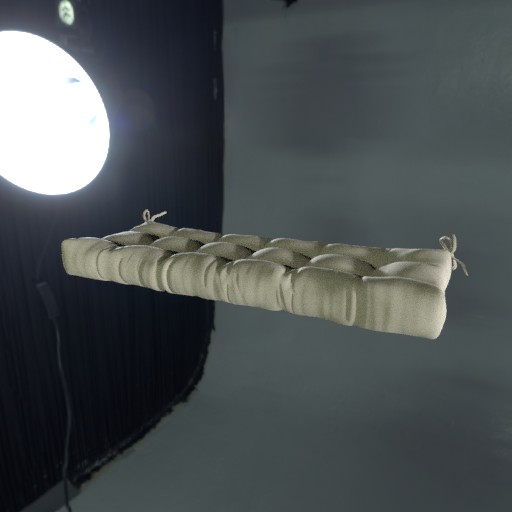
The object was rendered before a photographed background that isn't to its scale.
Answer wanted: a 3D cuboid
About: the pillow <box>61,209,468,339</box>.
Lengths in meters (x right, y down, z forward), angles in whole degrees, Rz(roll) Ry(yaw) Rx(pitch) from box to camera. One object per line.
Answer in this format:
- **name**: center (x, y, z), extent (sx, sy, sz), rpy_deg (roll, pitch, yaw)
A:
- **pillow**: center (0.000, 0.000, 1.372), extent (1.194, 0.174, 0.511), rpy_deg (7, 17, 25)
